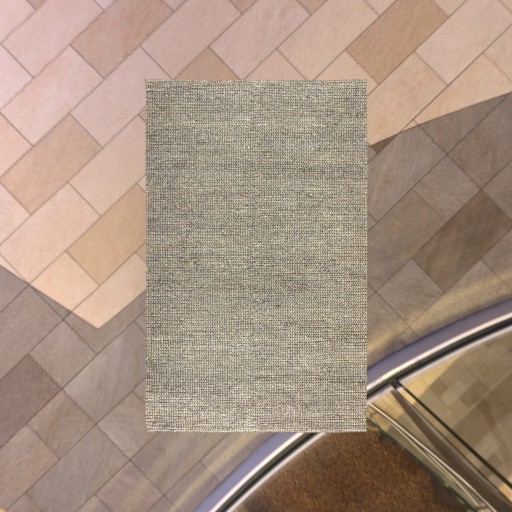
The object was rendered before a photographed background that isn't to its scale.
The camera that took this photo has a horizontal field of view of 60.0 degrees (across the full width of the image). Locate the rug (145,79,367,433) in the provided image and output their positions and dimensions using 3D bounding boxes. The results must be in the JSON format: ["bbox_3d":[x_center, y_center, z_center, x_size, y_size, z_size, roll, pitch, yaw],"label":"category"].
[{"bbox_3d":[0.000,0.000,3.061,1.538,0.021,2.443,0,90,0],"label":"rug"}]
